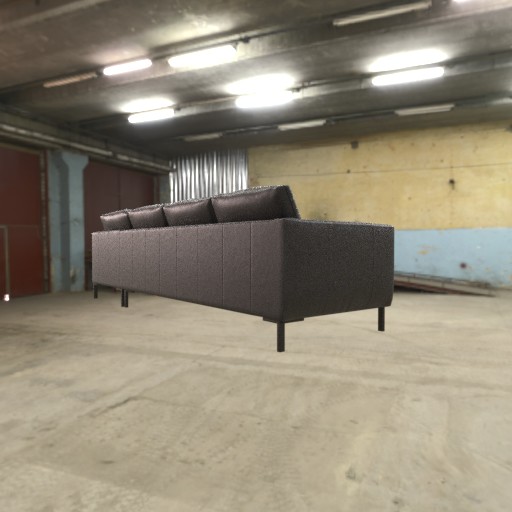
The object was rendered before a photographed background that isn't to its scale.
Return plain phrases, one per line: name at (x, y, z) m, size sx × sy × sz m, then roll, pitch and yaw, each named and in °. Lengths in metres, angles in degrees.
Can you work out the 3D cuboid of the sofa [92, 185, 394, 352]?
sofa at (0.000, 0.000, 3.878) m, size 1.938 × 0.877 × 2.984 m, roll -1°, pitch 2°, yaw -38°
